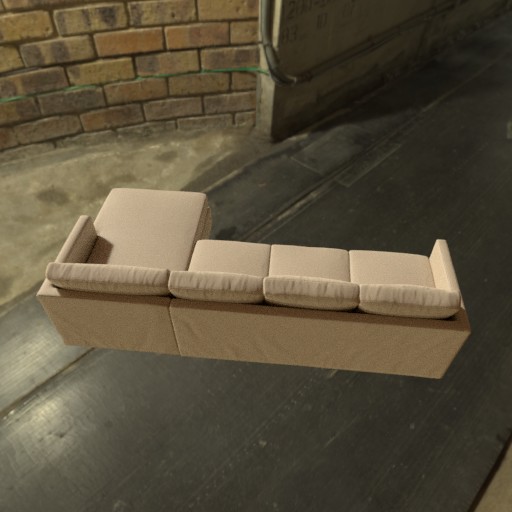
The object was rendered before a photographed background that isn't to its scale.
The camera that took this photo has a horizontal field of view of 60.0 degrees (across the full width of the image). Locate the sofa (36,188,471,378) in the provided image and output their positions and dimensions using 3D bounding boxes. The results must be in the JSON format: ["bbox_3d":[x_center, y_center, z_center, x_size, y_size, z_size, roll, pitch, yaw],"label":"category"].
[{"bbox_3d":[0.000,0.000,3.920,3.206,0.871,1.622,4,47,4],"label":"sofa"}]
